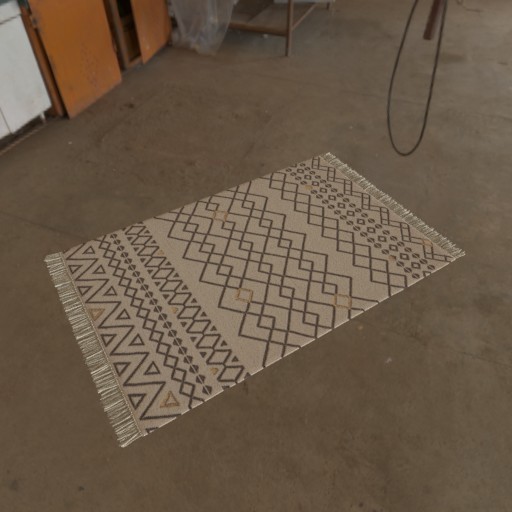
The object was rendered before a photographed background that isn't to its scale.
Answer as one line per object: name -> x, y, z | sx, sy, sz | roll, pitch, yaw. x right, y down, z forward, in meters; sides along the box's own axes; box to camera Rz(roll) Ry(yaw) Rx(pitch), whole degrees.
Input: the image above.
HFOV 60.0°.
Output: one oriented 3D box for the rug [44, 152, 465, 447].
rug -> 0.000, 0.000, 2.458 | 2.023, 0.028, 1.224 | -24, 50, -22
